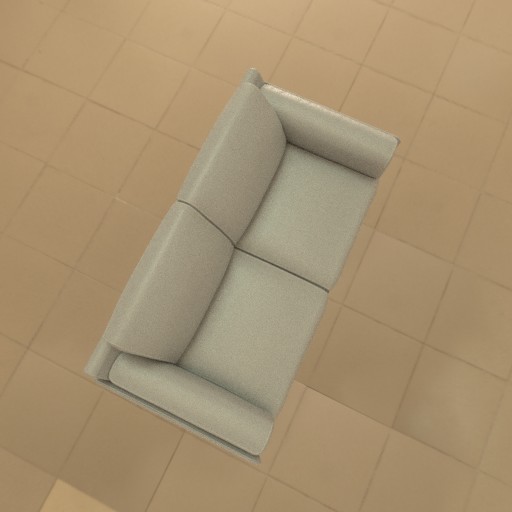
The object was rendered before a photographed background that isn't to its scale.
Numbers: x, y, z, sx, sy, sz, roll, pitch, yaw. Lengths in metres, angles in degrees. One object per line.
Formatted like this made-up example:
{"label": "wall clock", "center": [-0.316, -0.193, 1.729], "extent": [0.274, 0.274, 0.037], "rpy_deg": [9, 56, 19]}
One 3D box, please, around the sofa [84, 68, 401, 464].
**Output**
{"label": "sofa", "center": [0.000, 0.000, 2.707], "extent": [1.049, 0.930, 2.101], "rpy_deg": [25, 78, 6]}
